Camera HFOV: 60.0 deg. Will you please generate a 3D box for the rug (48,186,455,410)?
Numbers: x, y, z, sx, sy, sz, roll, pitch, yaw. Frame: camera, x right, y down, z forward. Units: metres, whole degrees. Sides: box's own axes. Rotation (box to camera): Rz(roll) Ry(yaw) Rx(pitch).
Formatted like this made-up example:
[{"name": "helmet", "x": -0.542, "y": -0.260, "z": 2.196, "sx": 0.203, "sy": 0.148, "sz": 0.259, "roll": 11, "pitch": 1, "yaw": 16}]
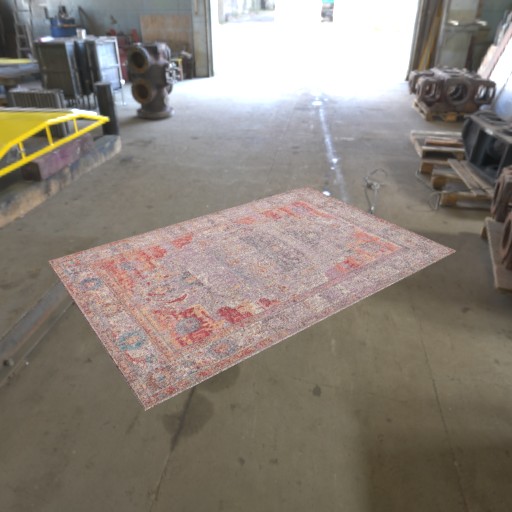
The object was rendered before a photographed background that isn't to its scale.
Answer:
[{"name": "rug", "x": 0.000, "y": 0.000, "z": 2.381, "sx": 1.829, "sy": 0.005, "sz": 1.219, "roll": -20, "pitch": 36, "yaw": -31}]
